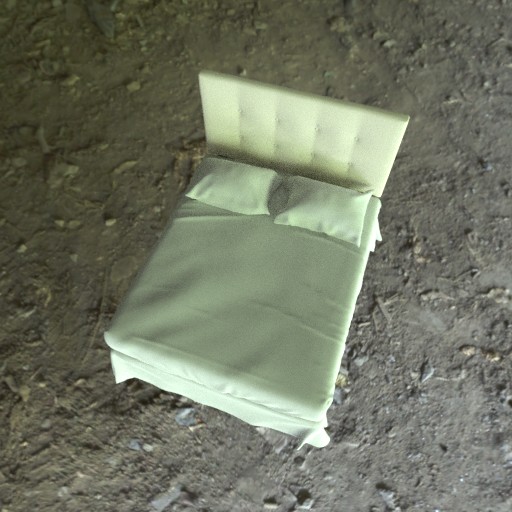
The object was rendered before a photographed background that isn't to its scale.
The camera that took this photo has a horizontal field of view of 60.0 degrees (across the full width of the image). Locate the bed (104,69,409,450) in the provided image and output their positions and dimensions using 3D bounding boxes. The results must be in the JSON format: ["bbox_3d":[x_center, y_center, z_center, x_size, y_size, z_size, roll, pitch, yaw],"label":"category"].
[{"bbox_3d":[0.000,0.000,3.451,1.936,1.577,2.222,17,59,10],"label":"bed"}]
